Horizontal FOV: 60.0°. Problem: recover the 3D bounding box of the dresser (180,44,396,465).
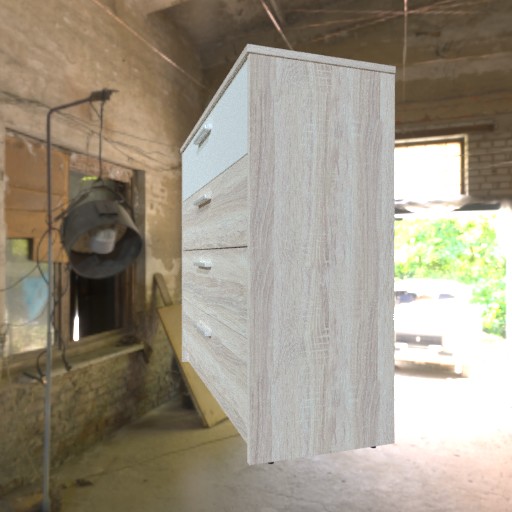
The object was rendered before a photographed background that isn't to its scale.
[{"bbox_3d":[0.000,0.000,1.459,0.380,0.900,0.980,0,0,-18],"label":"dresser"}]
